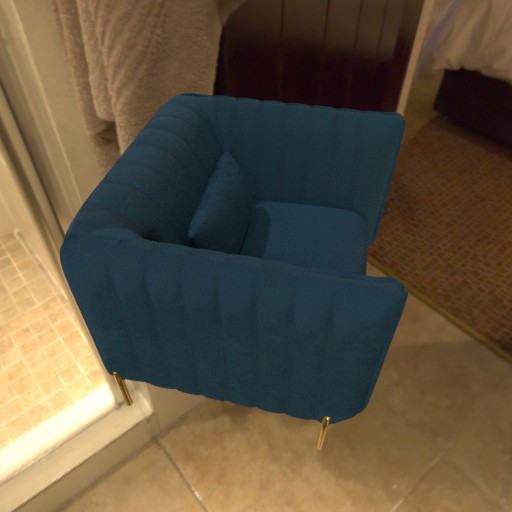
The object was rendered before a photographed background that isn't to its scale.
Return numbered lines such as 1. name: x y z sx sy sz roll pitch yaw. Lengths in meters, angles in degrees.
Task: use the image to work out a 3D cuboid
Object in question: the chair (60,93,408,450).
1. chair: 0.000 0.000 1.571 0.877 0.793 0.947 9 46 9
